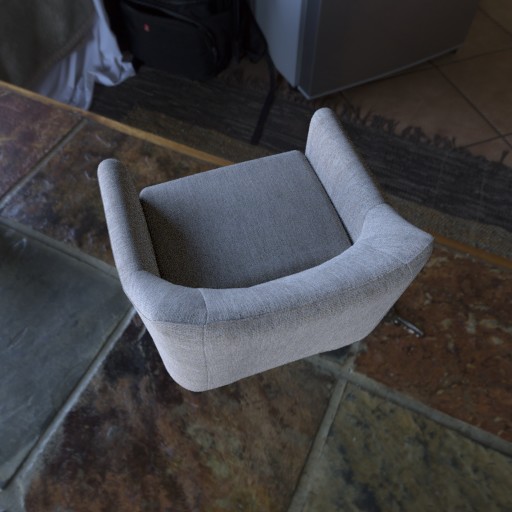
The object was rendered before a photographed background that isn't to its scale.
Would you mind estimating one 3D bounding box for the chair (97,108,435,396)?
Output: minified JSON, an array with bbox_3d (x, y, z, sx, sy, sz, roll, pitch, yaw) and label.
[{"bbox_3d":[0.000,0.000,1.386,0.796,0.761,0.758,-16,60,-9],"label":"chair"}]
